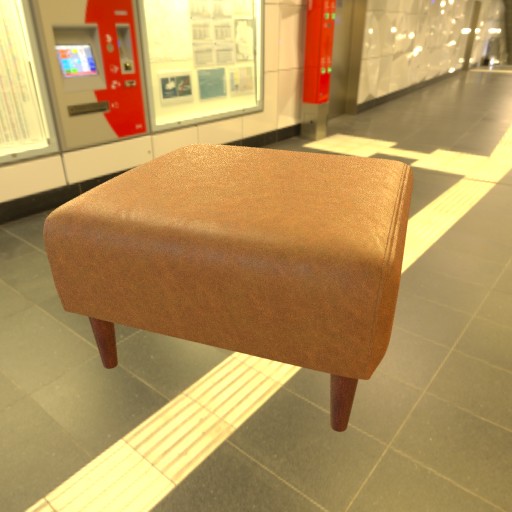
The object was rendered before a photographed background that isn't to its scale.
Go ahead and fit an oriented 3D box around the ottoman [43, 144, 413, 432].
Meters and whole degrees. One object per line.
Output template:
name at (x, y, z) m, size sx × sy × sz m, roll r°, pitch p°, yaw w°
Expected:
ottoman at (0.000, 0.000, 1.049) m, size 0.650 × 0.399 × 0.650 m, roll 9°, pitch 29°, yaw 17°
